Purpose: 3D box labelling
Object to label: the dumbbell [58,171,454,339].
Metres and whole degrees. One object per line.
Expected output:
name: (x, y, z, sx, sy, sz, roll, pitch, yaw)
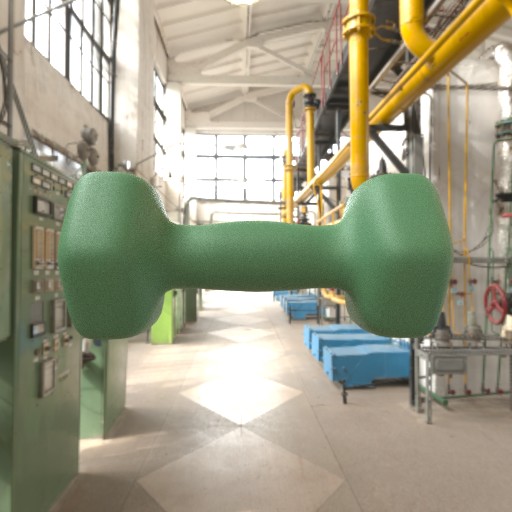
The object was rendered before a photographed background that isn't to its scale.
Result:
dumbbell: (0.000, 0.000, 0.321, 0.257, 0.114, 0.126, 0, -1, -1)
